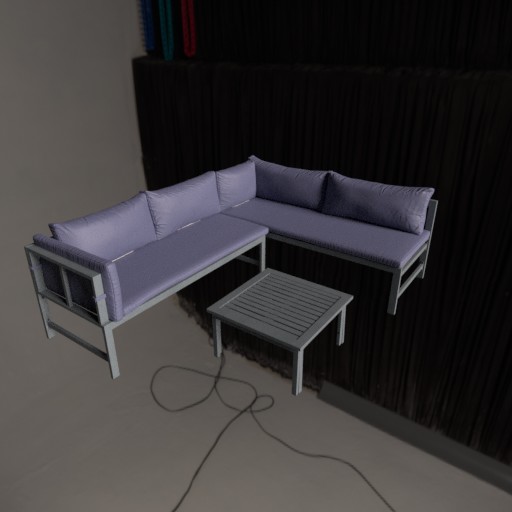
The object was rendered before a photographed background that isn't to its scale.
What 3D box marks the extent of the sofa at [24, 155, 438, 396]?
[{"bbox_3d":[0.000,0.000,2.917,1.658,0.762,2.149,18,31,32],"label":"sofa"}]
